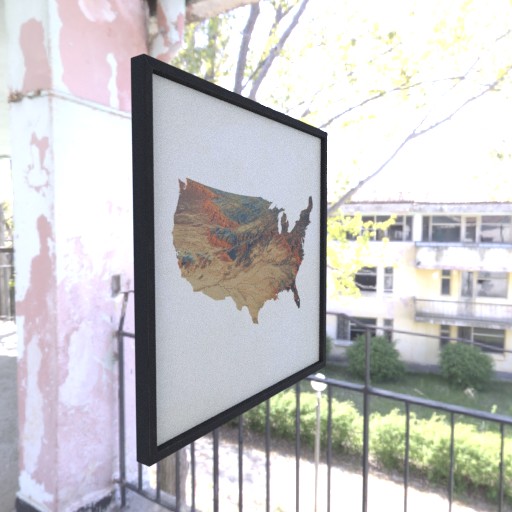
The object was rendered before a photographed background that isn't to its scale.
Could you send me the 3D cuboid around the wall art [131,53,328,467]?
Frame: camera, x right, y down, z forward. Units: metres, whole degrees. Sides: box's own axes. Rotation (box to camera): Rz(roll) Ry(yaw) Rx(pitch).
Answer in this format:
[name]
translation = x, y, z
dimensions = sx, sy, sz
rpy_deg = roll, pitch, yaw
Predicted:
[wall art]
translation = 0.000, 0.000, 0.453
dimensions = 0.015, 0.303, 0.304
rpy_deg = 2, 4, 34
